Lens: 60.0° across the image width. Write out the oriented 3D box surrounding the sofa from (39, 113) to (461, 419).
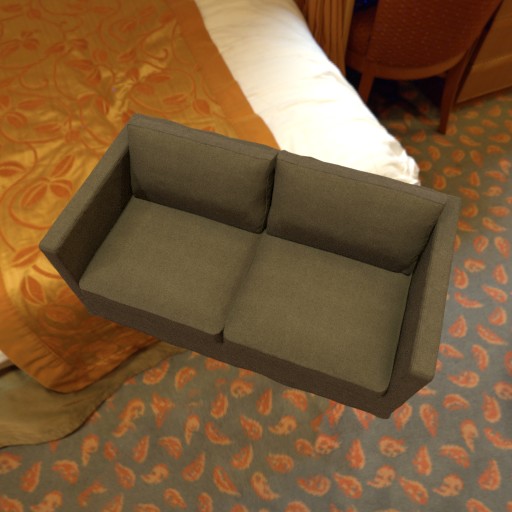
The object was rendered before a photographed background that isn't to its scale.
[{"bbox_3d":[0.000,0.000,2.303,1.802,0.854,0.974,17,60,10],"label":"sofa"}]
